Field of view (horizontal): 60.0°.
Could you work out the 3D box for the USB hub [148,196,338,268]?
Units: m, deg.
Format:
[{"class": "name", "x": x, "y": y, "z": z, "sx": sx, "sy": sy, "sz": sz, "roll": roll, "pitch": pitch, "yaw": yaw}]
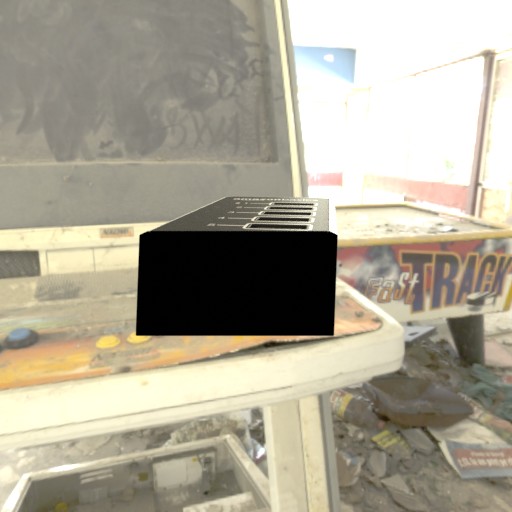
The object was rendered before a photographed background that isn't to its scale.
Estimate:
[{"class": "USB hub", "x": 0.000, "y": 0.000, "z": 0.126, "sx": 0.044, "sy": 0.023, "sz": 0.110, "roll": 2, "pitch": 13, "yaw": 9}]
